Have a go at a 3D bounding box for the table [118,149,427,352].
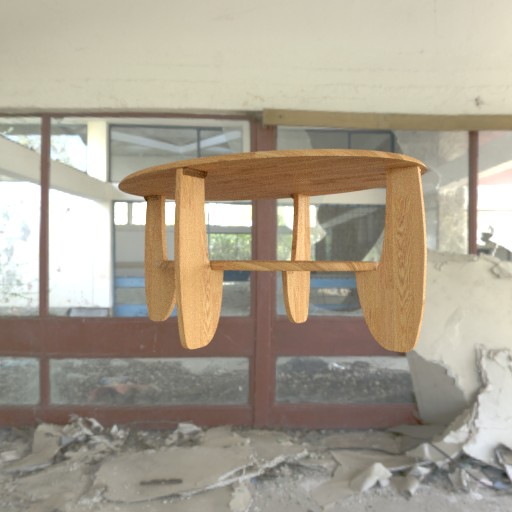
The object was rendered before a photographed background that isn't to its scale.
[{"bbox_3d":[0.000,0.000,1.407,1.040,0.490,0.690,0,0,36],"label":"table"}]
